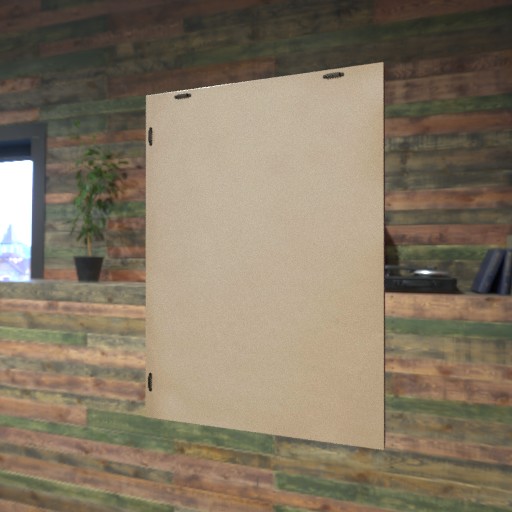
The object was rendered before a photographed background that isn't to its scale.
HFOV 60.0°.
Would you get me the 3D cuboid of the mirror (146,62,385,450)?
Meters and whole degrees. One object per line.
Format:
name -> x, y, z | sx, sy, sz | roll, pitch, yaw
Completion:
mirror -> 0.000, 0.000, 0.909 | 0.508, 0.711, 0.039 | 0, 0, 19
